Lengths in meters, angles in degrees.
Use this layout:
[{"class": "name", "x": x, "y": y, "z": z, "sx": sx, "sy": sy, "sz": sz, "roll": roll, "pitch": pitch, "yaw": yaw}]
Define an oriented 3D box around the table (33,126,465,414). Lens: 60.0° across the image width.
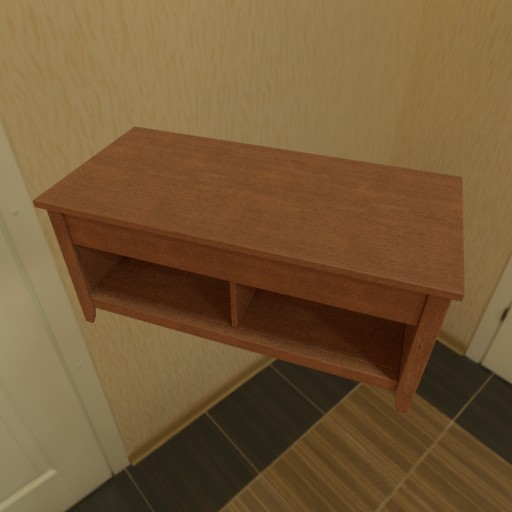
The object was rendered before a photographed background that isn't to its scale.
[{"class": "table", "x": 0.000, "y": 0.000, "z": 1.298, "sx": 1.016, "sy": 0.457, "sz": 0.483, "roll": 12, "pitch": 41, "yaw": 15}]
